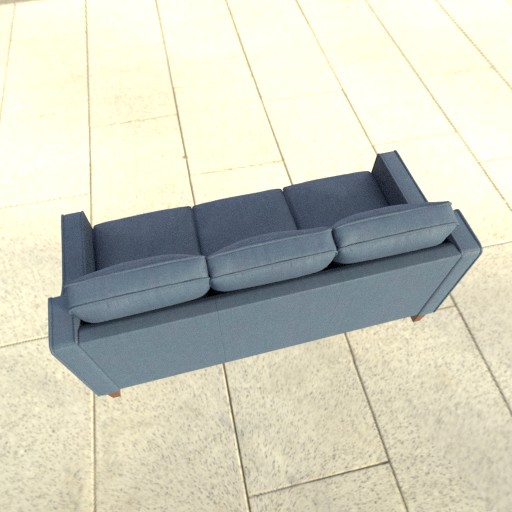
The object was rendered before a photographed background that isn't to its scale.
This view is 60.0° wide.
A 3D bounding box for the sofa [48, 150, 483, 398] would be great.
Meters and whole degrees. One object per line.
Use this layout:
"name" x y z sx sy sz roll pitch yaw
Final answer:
"sofa" 0.000 0.000 2.467 1.986 0.974 0.911 -12 58 -8
